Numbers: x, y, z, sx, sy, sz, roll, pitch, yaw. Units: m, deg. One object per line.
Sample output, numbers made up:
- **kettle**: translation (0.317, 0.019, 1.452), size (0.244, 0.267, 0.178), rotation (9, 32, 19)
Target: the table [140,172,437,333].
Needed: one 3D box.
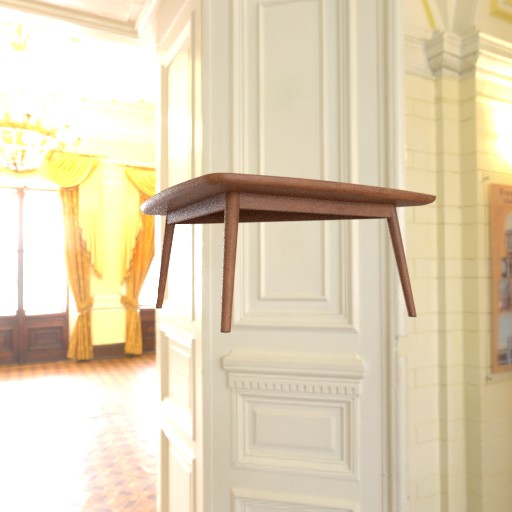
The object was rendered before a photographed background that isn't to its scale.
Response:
- **table**: translation (0.000, 0.000, 1.276), size (1.008, 0.365, 0.601), rotation (0, -1, 17)
